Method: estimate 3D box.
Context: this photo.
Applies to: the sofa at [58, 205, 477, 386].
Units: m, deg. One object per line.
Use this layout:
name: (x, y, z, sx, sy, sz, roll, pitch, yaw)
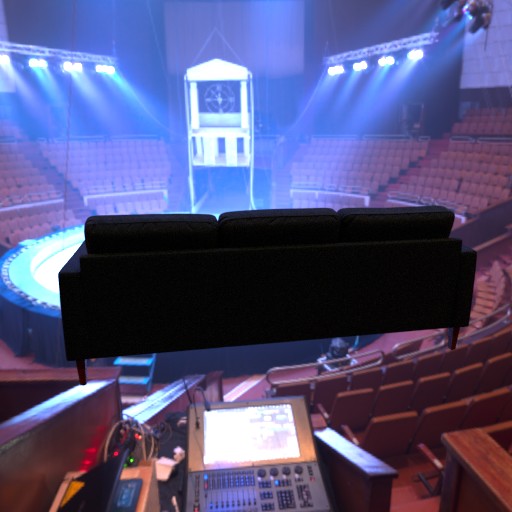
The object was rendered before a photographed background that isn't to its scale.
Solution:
sofa: (0.000, 0.000, 3.004, 2.185, 0.841, 1.613, -3, 15, -10)
